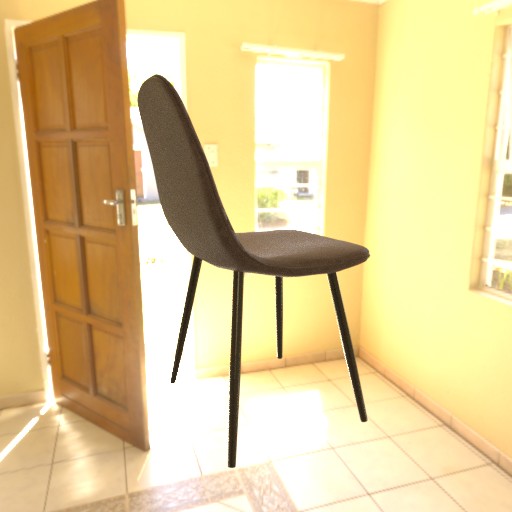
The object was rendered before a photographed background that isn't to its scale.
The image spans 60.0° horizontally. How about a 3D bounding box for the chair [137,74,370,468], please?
[{"bbox_3d":[0.000,0.000,1.225,0.561,0.889,0.472,-6,14,-27],"label":"chair"}]
